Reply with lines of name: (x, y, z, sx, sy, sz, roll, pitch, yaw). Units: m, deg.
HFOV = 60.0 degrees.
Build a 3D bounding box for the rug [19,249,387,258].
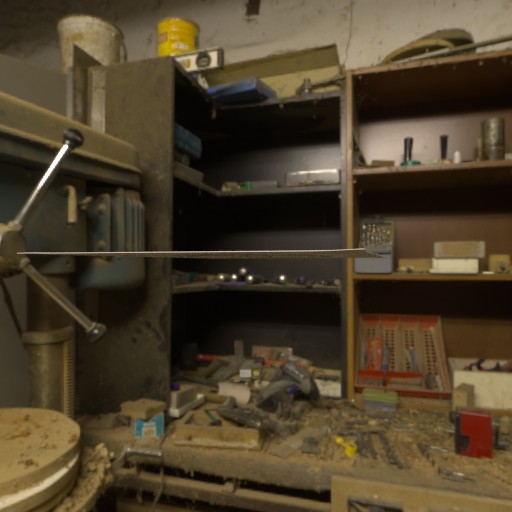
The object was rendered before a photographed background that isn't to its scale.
rug: (0.000, 0.000, 2.260, 1.223, 0.008, 1.813, 0, -1, 18)
